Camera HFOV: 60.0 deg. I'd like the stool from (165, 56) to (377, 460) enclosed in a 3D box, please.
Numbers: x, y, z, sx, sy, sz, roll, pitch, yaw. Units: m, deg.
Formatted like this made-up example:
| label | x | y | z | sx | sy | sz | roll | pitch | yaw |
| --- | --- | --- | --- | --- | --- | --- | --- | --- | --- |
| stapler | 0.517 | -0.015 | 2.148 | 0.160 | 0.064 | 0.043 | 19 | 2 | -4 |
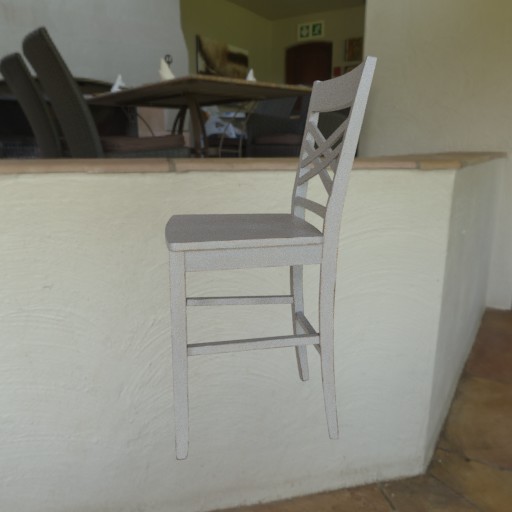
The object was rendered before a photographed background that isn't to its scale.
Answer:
| label | x | y | z | sx | sy | sz | roll | pitch | yaw |
| --- | --- | --- | --- | --- | --- | --- | --- | --- | --- |
| stool | 0.000 | 0.000 | 1.367 | 0.539 | 1.079 | 0.462 | -2 | 14 | -9 |
